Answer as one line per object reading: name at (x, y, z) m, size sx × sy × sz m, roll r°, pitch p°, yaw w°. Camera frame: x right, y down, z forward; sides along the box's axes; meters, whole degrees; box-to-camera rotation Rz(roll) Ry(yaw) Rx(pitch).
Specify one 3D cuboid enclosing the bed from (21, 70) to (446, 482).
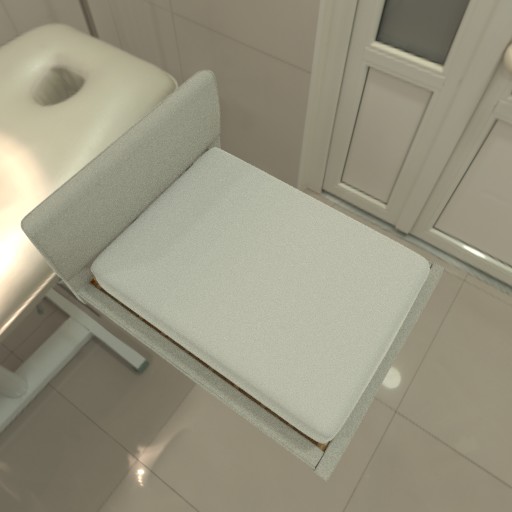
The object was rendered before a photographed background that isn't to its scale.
bed at (0.000, 0.000, 3.179) m, size 2.368 × 1.067 × 1.840 m, roll 31°, pitch 64°, yaw 17°
